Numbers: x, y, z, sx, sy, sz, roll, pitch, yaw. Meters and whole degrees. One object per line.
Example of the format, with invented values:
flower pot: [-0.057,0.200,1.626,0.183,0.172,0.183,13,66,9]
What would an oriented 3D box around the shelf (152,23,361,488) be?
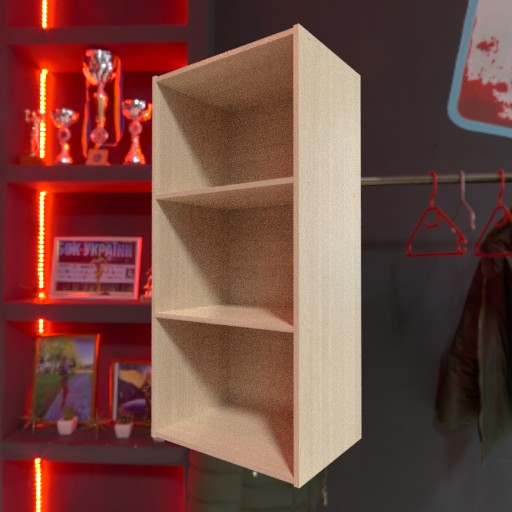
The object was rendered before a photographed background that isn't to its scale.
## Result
shelf: [0.000,0.000,1.076,0.417,0.876,0.292,0,-1,36]
